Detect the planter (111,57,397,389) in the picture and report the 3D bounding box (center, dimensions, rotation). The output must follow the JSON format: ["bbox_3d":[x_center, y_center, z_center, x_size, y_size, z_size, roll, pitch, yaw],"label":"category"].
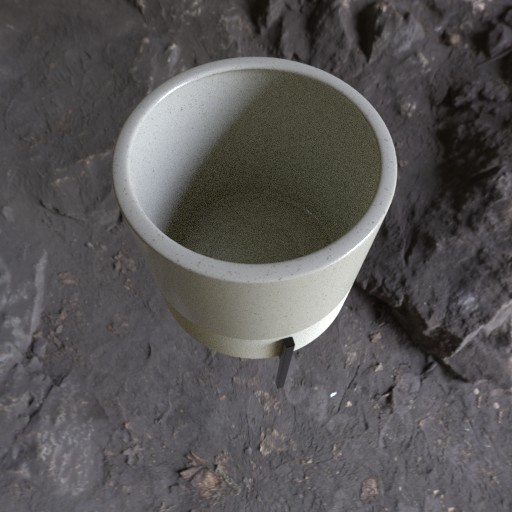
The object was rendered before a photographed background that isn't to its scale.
[{"bbox_3d":[0.000,0.000,0.337,0.152,0.230,0.159,-15,64,-7],"label":"planter"}]
